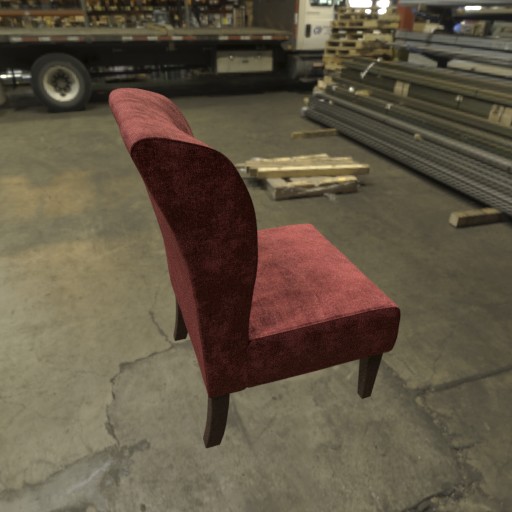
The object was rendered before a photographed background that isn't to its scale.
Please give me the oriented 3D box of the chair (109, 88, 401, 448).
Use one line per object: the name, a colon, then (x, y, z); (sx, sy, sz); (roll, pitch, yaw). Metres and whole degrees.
chair: (0.000, 0.000, 1.228); (0.640, 0.846, 0.538); (-10, 31, -16)
